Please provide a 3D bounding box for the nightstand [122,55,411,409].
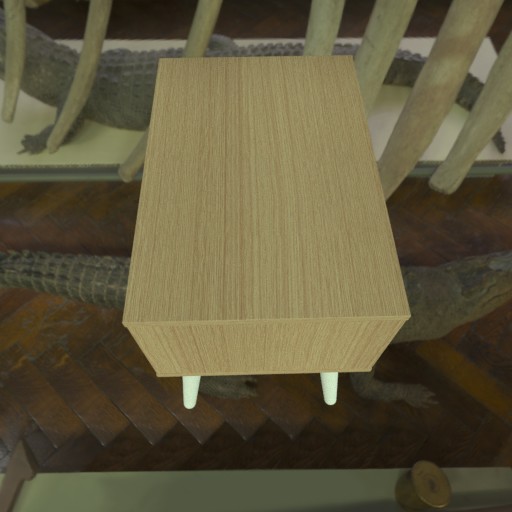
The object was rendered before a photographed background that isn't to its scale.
[{"bbox_3d":[0.000,0.000,1.007,0.407,0.610,0.571,-1,59,-1],"label":"nightstand"}]
